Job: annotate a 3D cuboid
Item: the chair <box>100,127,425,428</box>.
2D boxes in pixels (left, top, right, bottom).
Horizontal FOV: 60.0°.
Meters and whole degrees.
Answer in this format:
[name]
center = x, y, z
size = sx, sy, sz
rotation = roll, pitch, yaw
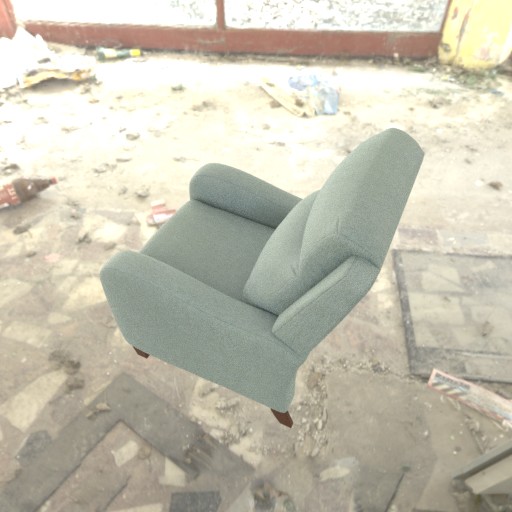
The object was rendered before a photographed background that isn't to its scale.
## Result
[chair]
center = 0.000, 0.000, 1.778
size = 0.988, 1.067, 0.785
rotation = 19, 48, 18
